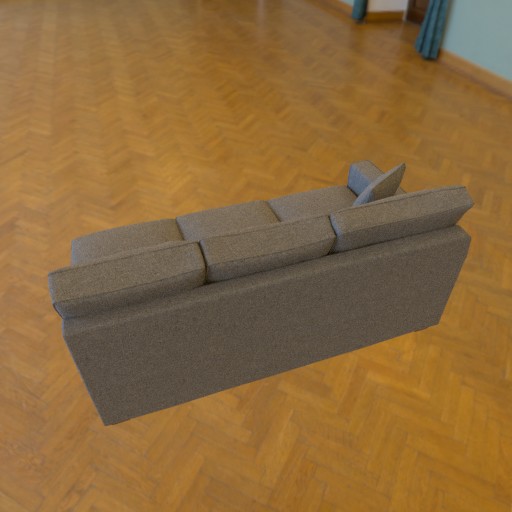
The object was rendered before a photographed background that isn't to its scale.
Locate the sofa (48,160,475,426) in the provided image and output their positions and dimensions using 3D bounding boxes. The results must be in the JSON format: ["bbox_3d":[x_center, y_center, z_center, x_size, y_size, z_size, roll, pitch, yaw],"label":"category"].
[{"bbox_3d":[0.000,0.000,2.475,1.963,0.946,1.034,-13,43,-15],"label":"sofa"}]
